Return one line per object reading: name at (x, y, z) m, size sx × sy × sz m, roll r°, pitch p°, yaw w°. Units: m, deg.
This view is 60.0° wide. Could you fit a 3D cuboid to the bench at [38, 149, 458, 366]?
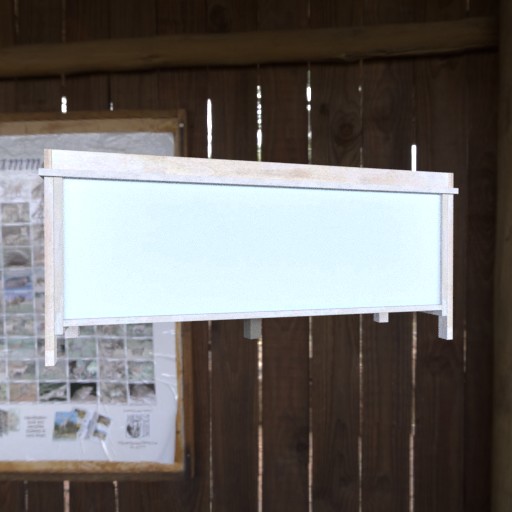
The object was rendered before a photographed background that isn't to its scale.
bench at (0.000, 0.000, 1.354) m, size 1.140 × 0.501 × 0.398 m, roll 0°, pitch 1°, yaw -16°
